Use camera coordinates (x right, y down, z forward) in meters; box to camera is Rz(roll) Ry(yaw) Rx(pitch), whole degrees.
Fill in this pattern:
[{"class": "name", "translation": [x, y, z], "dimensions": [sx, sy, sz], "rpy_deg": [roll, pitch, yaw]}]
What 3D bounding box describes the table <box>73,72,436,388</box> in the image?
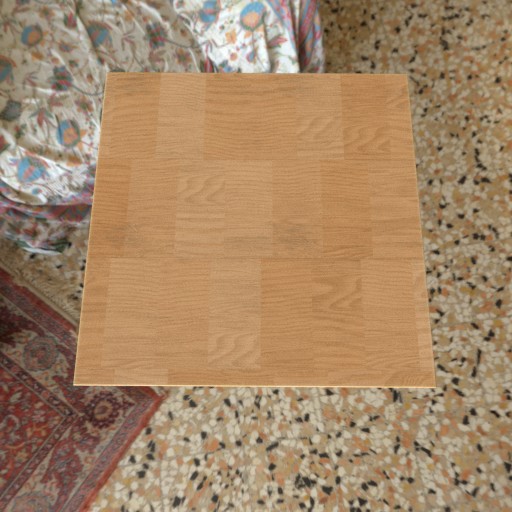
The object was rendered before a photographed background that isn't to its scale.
[{"class": "table", "translation": [0.000, 0.000, 1.361], "dimensions": [0.747, 0.738, 0.747], "rpy_deg": [0, 75, 0]}]
